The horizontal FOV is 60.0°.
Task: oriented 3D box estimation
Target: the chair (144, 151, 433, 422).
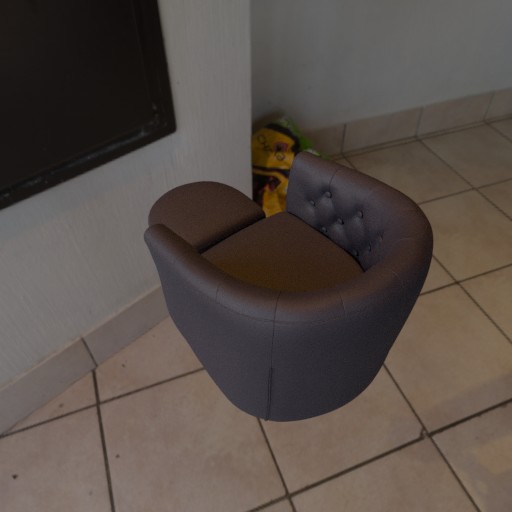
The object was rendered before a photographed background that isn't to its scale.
[{"bbox_3d":[0.000,0.000,1.679,0.763,0.760,1.191,-31,54,-26],"label":"chair"}]
